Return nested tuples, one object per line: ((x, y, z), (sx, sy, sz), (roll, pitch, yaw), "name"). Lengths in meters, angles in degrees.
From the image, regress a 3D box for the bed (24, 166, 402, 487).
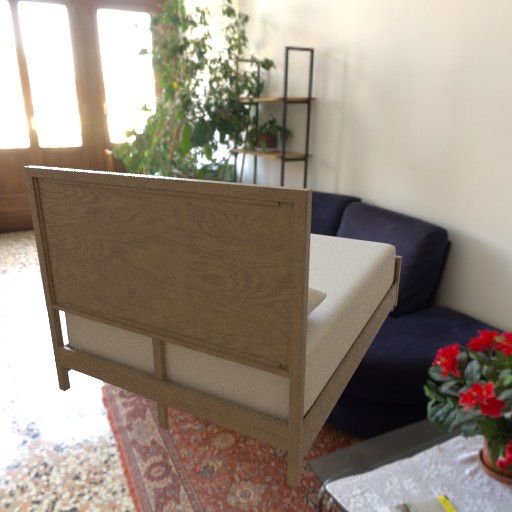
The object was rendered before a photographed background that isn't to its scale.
((0.000, 0.000, 3.106), (1.606, 1.369, 2.189), (9, 20, 27), "bed")
